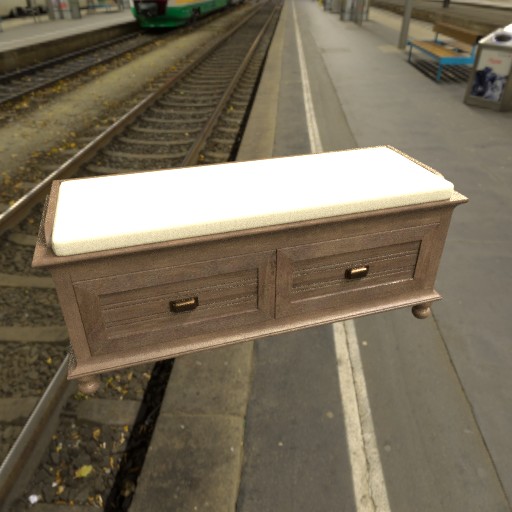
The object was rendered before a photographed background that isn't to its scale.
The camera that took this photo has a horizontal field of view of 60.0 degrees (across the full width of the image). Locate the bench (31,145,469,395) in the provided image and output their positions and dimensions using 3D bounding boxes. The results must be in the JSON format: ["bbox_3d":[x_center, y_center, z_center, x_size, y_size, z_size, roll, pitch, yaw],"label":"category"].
[{"bbox_3d":[0.000,0.000,1.415,1.185,0.501,0.402,-9,33,-15],"label":"bench"}]
